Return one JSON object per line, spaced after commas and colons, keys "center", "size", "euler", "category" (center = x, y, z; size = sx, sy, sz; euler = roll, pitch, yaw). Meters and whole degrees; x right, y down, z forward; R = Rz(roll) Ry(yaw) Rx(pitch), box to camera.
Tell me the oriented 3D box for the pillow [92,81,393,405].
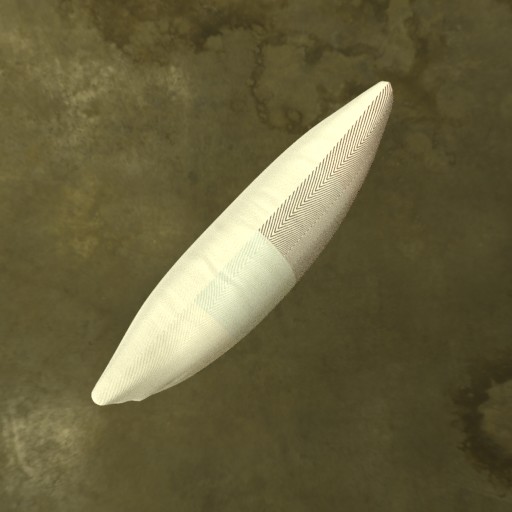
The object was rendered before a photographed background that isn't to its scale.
{"center": [0.000, 0.000, 0.644], "size": [0.139, 0.305, 0.506], "euler": [41, 80, 9], "category": "pillow"}
